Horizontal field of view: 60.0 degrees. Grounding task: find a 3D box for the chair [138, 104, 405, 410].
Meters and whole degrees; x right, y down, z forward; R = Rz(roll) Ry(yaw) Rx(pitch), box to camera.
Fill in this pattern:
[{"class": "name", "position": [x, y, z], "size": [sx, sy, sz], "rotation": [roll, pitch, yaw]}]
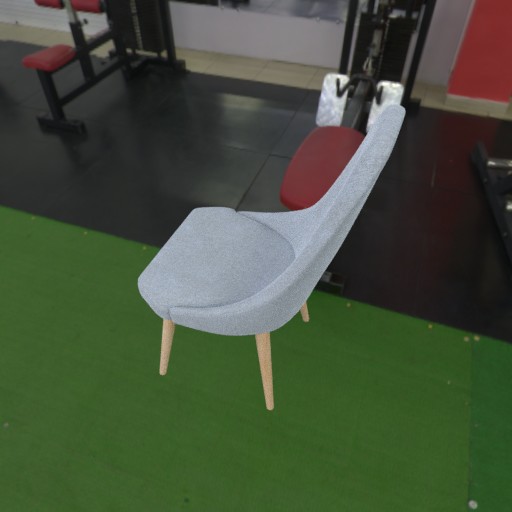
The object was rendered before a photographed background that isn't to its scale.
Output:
[{"class": "chair", "position": [0.000, 0.000, 1.388], "size": [0.660, 1.040, 0.510], "rotation": [16, 47, 16]}]
